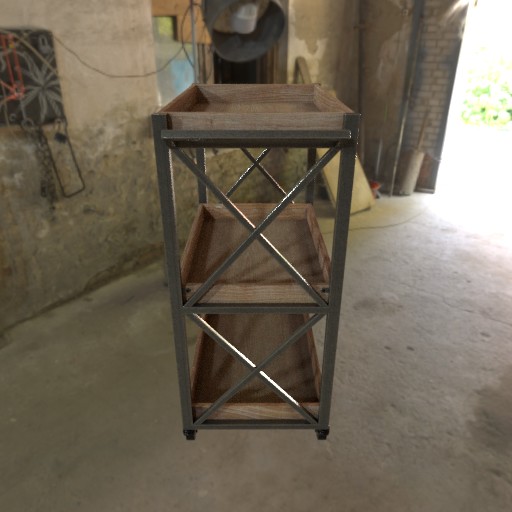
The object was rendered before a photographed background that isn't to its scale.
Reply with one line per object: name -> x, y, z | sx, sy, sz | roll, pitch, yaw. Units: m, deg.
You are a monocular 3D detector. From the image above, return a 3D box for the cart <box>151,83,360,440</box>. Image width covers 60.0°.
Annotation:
cart -> 0.000, 0.000, 1.215 | 0.377, 0.835, 0.673 | 0, 26, 0
